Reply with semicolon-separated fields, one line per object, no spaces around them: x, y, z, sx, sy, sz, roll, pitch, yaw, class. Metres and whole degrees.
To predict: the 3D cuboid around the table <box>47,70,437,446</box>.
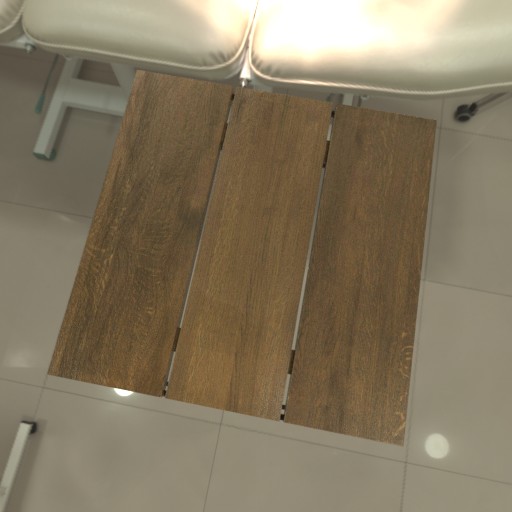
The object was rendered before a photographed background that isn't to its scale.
0.000;0.000;1.396;0.900;0.400;0.900;11;76;3;table
